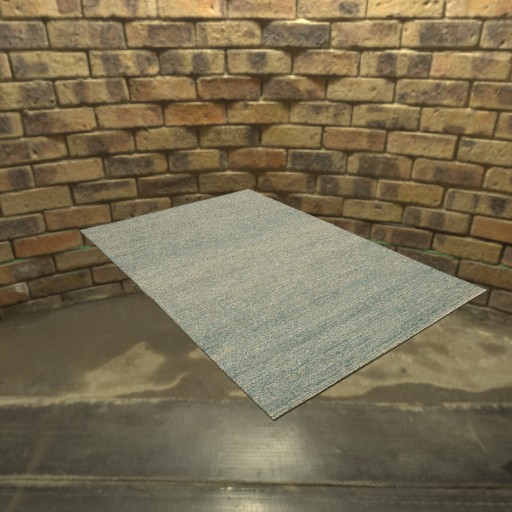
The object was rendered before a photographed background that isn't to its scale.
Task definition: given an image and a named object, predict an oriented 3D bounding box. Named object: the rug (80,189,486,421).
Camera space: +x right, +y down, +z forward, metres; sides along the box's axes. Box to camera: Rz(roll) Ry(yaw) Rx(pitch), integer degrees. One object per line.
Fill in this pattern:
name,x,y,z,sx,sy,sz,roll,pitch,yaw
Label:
rug,0.000,0.000,5.184,2.802,0.052,4.078,-19,32,-33
